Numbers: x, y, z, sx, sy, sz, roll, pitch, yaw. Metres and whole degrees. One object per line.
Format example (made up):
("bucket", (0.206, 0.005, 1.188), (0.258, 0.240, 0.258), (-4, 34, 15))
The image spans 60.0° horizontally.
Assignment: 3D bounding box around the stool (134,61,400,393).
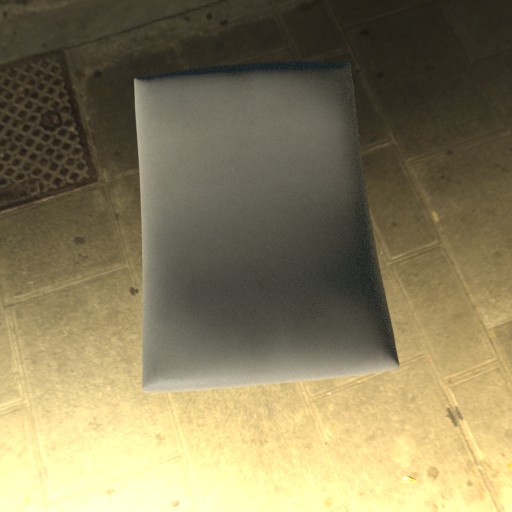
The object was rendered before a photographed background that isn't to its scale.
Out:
("stool", (0.000, 0.000, 0.947), (0.375, 0.632, 0.509), (-5, 76, -1))
